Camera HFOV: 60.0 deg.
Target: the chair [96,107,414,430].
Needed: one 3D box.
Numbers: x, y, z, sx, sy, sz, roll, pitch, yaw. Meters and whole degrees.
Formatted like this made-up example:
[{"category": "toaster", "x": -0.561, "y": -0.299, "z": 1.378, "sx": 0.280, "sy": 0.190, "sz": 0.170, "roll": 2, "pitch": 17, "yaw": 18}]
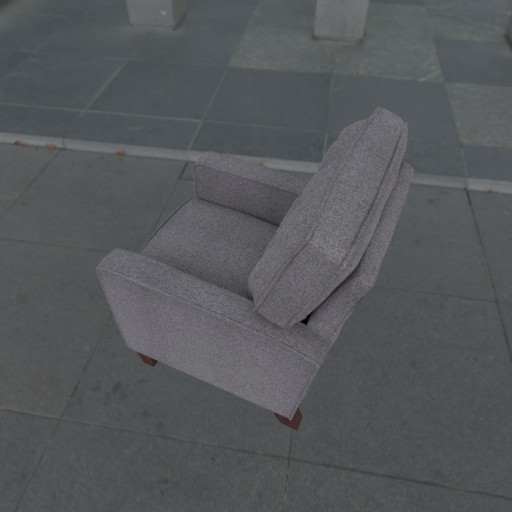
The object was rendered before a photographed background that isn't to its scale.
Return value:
[{"category": "chair", "x": 0.000, "y": 0.000, "z": 1.426, "sx": 0.775, "sy": 0.889, "sz": 0.650, "roll": 19, "pitch": 49, "yaw": 17}]
